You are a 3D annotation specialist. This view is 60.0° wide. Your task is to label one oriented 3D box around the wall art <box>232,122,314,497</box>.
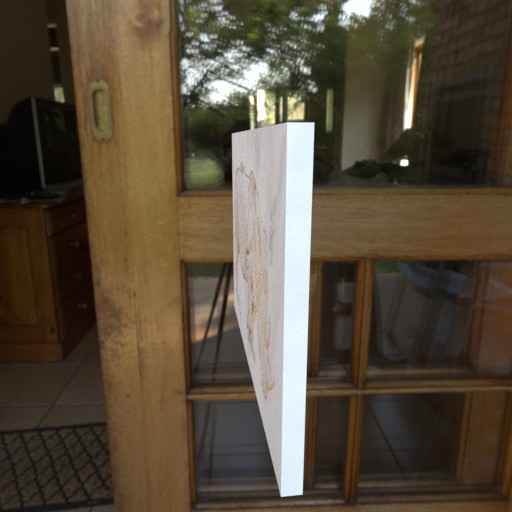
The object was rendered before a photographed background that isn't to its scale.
[{"bbox_3d":[0.000,0.000,1.119,0.038,0.610,0.915,-2,15,-7],"label":"wall art"}]
